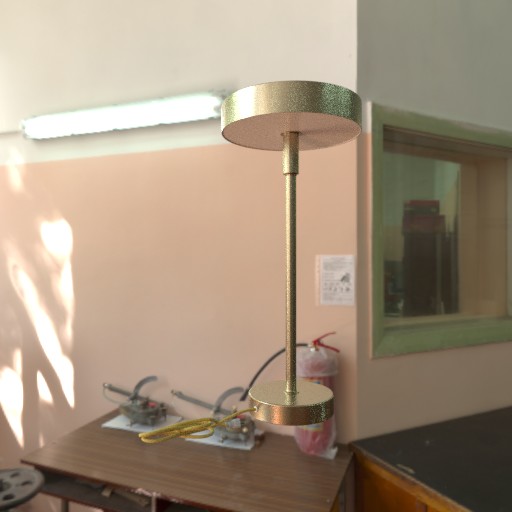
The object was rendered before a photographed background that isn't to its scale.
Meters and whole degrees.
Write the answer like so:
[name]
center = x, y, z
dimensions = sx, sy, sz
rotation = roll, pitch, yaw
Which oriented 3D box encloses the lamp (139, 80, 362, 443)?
[lamp]
center = 0.000, 0.000, 0.692
dimensions = 0.369, 0.508, 0.229
rotation = 0, 0, -35
